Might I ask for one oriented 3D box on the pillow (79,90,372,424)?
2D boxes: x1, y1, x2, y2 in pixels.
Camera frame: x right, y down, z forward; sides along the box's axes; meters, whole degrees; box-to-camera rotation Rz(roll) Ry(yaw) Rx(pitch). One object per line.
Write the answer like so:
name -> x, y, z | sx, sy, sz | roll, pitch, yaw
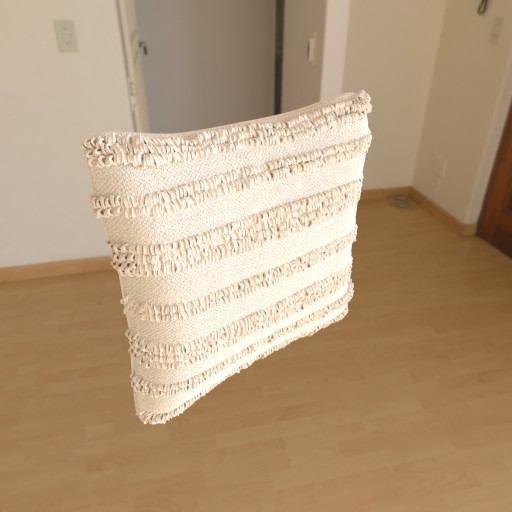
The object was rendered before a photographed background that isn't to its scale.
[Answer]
pillow -> 0.000, 0.000, 0.651 | 0.437, 0.427, 0.145 | -22, 37, -32
